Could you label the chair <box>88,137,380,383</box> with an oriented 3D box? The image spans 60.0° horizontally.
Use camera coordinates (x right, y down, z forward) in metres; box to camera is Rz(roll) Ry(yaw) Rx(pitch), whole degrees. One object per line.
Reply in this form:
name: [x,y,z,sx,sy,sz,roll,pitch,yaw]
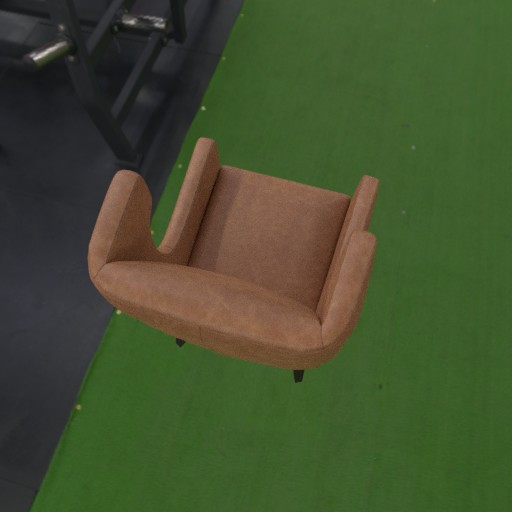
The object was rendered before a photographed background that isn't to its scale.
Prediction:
chair: [0.000,0.000,1.632,0.766,1.079,0.899,15,65,7]
